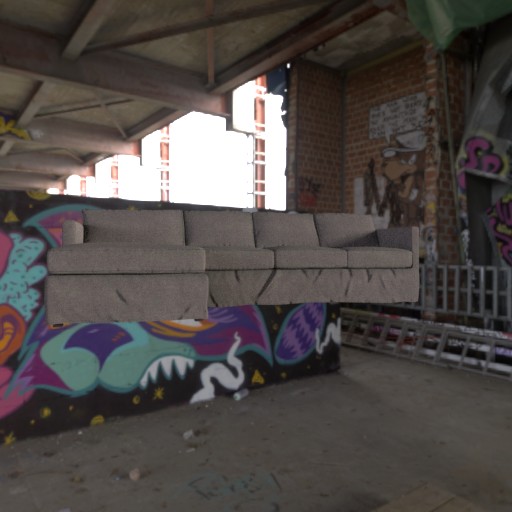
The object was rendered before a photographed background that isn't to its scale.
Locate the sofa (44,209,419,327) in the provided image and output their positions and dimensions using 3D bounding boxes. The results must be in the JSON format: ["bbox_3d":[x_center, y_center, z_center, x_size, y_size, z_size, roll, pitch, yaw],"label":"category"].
[{"bbox_3d":[0.000,0.000,3.909,3.205,0.922,1.650,0,0,-16],"label":"sofa"}]
